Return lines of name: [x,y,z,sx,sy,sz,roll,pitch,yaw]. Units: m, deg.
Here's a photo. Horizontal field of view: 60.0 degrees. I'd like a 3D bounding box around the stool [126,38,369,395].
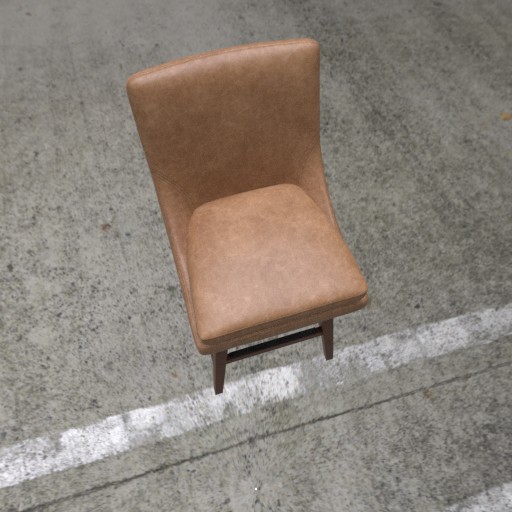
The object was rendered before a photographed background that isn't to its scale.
stool: [0.000,0.000,1.383,0.487,1.079,0.572,-15,63,-8]
